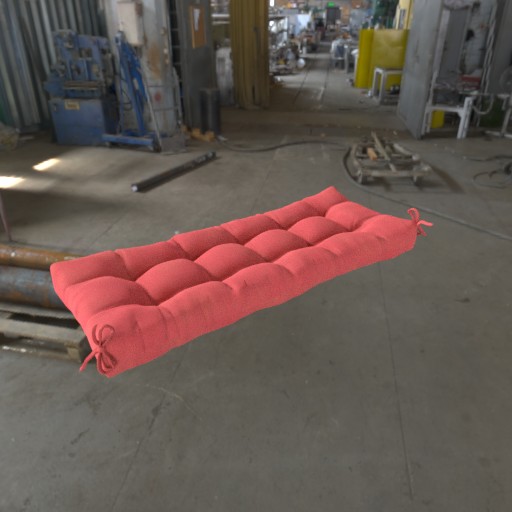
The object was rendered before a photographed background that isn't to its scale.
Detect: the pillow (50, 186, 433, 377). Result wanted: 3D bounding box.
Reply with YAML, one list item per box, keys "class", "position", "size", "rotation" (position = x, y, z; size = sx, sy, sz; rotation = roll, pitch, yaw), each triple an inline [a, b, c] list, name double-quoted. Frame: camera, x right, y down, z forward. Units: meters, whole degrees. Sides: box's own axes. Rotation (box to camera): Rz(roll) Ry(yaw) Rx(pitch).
- class: "pillow"
  position: [0.000, 0.000, 1.388]
  size: [1.194, 0.174, 0.511]
  rotation: [-19, 34, -31]
